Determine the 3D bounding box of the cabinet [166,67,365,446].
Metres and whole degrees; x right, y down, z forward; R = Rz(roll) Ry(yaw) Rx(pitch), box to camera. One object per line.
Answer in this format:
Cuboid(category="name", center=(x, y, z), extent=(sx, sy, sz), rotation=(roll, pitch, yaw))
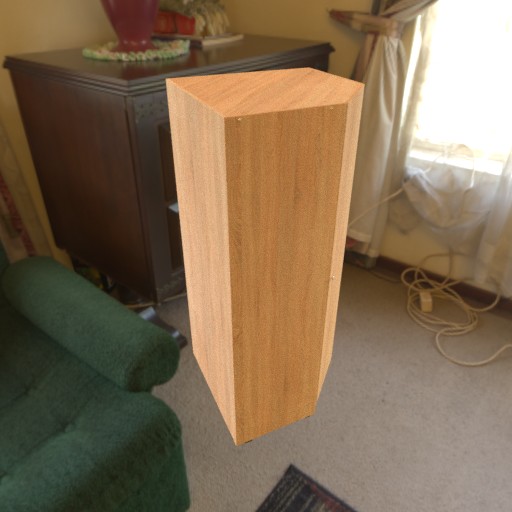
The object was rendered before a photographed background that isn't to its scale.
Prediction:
Cuboid(category="cabinet", center=(0.000, 0.000, 2.901), extent=(1.094, 2.120, 1.327), rotation=(11, 33, 18))
